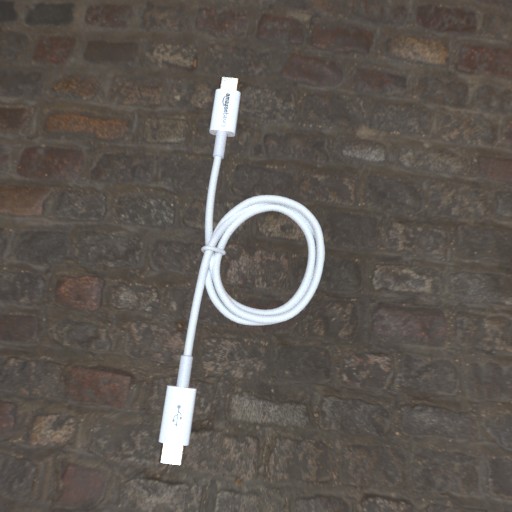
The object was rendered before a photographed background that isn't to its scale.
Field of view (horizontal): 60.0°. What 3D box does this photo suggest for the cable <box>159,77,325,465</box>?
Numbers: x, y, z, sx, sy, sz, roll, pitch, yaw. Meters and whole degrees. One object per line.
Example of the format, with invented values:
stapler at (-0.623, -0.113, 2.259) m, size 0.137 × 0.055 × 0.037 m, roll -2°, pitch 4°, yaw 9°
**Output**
cable at (0.000, 0.000, 0.224) m, size 0.070 × 0.014 × 0.203 m, roll 6°, pitch 77°, yaw 2°
